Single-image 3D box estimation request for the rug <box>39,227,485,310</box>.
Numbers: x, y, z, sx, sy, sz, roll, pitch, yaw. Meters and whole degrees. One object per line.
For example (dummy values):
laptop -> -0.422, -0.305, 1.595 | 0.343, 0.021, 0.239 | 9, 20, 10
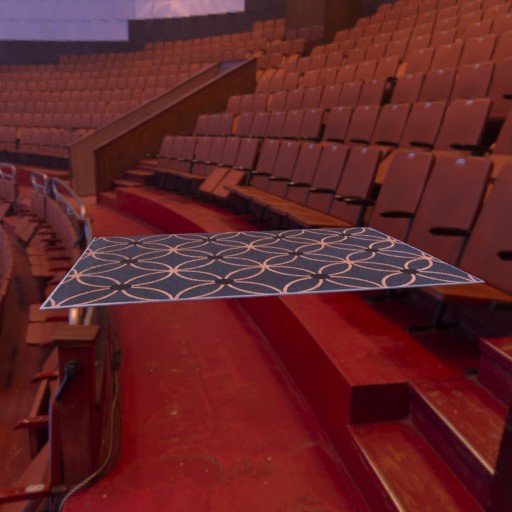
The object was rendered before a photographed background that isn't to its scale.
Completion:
rug -> 0.000, 0.000, 2.937 | 2.284, 0.008, 1.522 | -3, 15, -10
